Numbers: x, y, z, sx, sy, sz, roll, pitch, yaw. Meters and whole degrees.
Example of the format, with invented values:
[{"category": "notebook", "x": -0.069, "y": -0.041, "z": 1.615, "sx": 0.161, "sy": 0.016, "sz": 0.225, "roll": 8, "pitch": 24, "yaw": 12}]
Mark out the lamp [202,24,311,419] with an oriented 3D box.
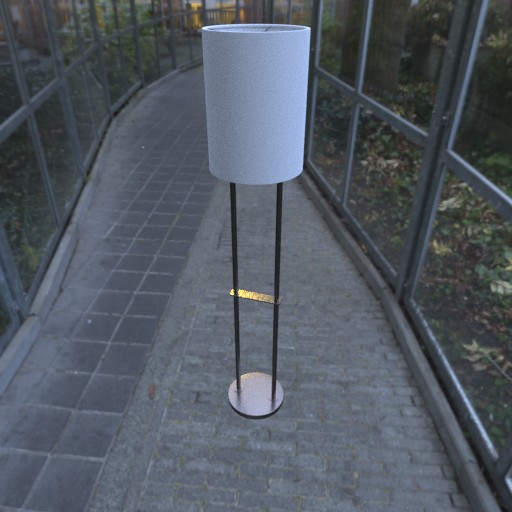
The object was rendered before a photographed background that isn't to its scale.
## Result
[{"category": "lamp", "x": 0.000, "y": 0.000, "z": 1.634, "sx": 0.306, "sy": 1.500, "sz": 0.305, "roll": 9, "pitch": 32, "yaw": 15}]
